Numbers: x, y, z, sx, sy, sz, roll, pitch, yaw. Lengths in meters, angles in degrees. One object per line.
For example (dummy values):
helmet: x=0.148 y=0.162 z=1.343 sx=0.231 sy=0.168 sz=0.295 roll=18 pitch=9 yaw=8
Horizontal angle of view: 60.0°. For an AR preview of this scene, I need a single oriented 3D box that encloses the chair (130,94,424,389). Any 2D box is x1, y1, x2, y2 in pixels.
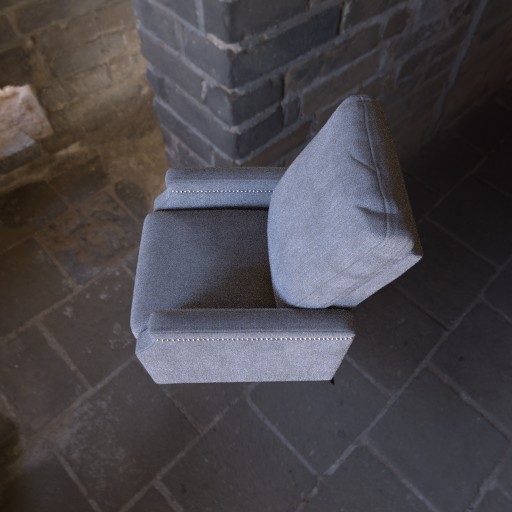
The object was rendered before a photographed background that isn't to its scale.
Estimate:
chair: x=0.000 y=0.000 z=1.657 sx=0.922 sy=1.049 sz=0.710 roll=-1 pitch=58 yaw=-1
